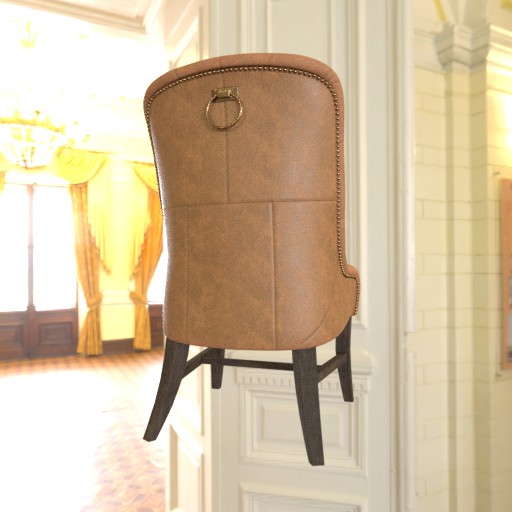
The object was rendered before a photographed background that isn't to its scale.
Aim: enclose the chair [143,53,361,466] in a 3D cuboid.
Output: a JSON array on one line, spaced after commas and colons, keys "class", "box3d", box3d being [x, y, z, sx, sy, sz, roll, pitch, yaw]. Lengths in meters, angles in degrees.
[{"class": "chair", "box3d": [0.000, 0.000, 1.480, 0.634, 1.091, 0.629, 0, -1, 18]}]
